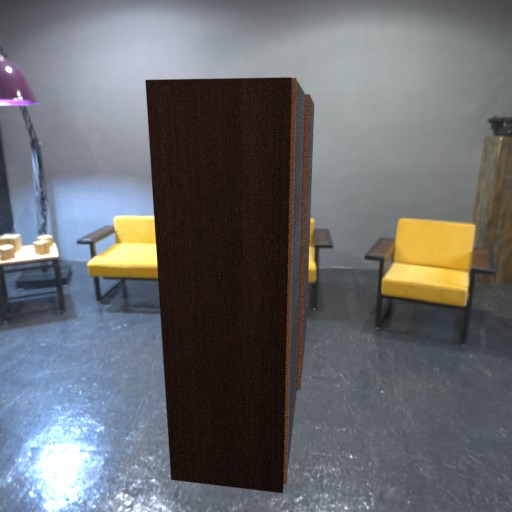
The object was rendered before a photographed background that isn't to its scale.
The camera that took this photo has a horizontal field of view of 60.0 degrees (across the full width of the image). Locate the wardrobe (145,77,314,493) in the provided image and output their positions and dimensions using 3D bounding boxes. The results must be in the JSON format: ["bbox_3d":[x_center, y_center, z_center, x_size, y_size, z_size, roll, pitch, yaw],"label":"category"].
[{"bbox_3d":[0.000,0.000,2.848,0.629,1.960,1.780,2,16,8],"label":"wardrobe"}]
